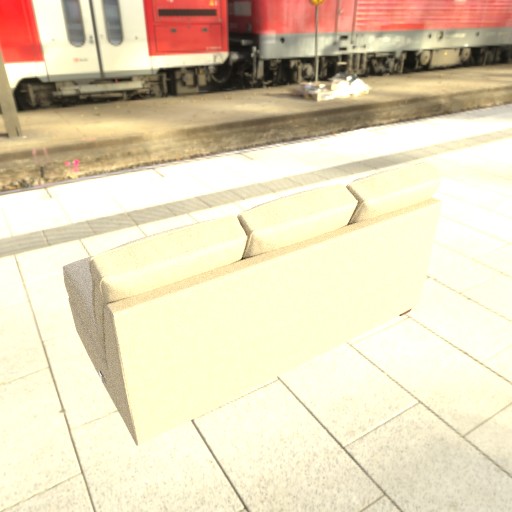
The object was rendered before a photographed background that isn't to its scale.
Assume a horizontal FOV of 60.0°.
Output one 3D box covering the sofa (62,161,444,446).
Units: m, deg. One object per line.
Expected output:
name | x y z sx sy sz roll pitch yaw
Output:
sofa | 0.000 0.000 2.560 1.962 0.973 1.027 -18 34 -29
